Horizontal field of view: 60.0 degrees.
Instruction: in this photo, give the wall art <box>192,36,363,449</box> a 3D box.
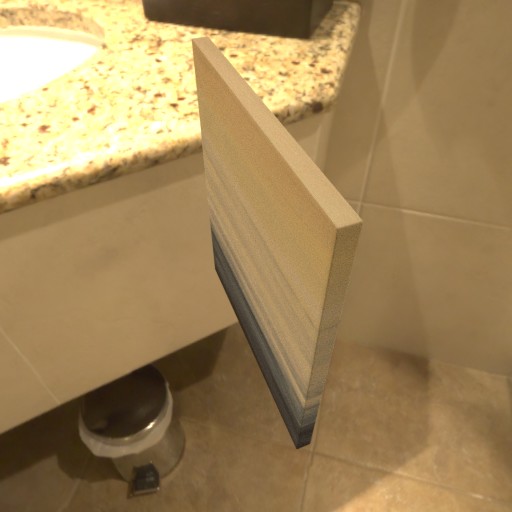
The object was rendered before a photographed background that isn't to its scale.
[{"bbox_3d":[0.000,0.000,0.972,0.041,0.710,0.608,-16,49,-15],"label":"wall art"}]
